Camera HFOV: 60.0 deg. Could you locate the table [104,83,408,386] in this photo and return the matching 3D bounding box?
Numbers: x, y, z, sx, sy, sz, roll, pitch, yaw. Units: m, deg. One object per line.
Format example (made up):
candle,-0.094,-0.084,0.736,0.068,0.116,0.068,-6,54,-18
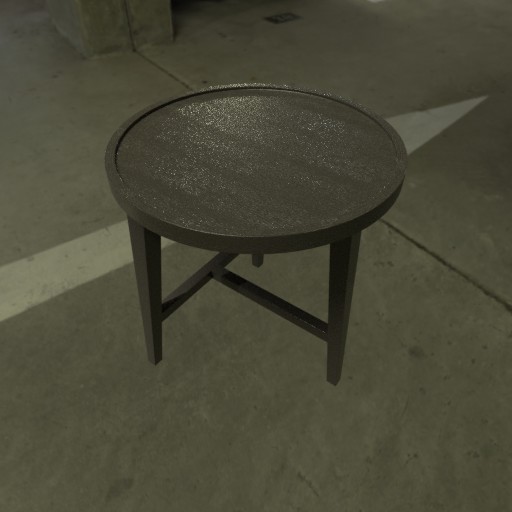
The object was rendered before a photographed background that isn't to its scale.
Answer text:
table,0.000,0.000,0.932,0.500,0.531,0.500,0,43,0
